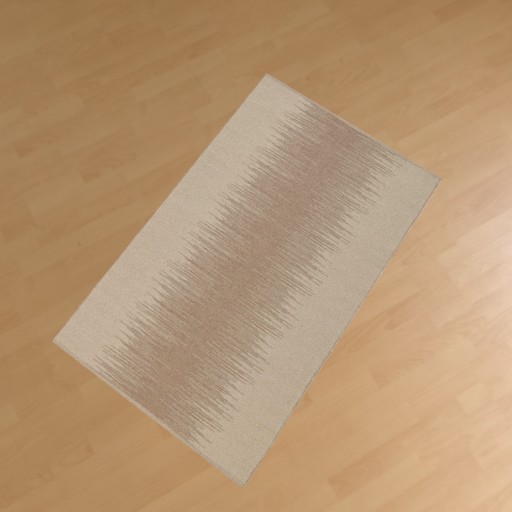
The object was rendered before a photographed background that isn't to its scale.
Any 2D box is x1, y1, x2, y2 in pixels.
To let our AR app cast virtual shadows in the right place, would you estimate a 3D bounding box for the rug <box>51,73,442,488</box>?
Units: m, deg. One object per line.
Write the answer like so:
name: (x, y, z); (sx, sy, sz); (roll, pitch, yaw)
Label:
rug: (0.000, 0.000, 3.000); (1.522, 0.012, 2.440); (34, 78, 8)
